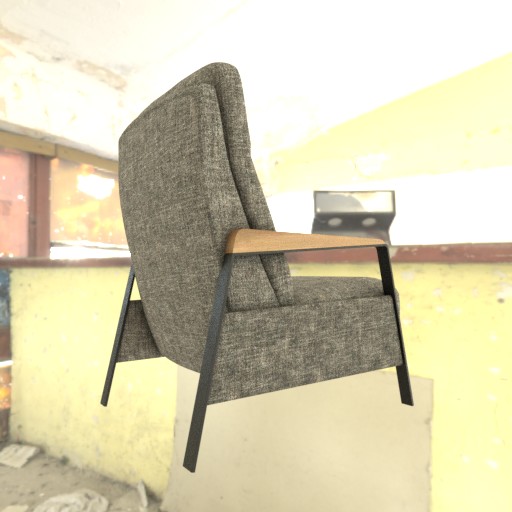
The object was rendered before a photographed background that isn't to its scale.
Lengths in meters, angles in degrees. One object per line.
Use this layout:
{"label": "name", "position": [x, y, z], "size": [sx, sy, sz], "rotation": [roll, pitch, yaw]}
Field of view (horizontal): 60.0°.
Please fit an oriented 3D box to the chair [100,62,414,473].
{"label": "chair", "position": [0.000, 0.000, 1.568], "size": [0.868, 1.042, 0.671], "rotation": [2, -3, -37]}
